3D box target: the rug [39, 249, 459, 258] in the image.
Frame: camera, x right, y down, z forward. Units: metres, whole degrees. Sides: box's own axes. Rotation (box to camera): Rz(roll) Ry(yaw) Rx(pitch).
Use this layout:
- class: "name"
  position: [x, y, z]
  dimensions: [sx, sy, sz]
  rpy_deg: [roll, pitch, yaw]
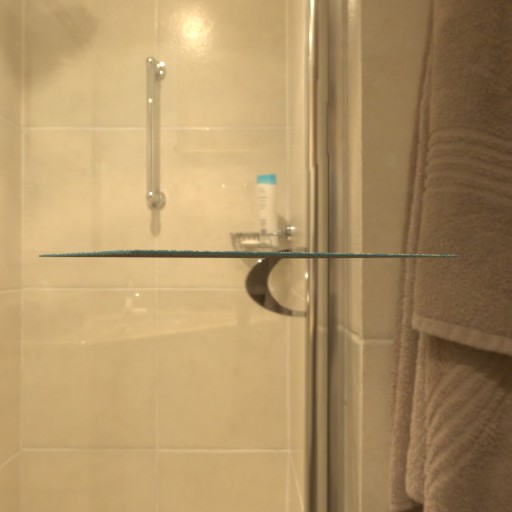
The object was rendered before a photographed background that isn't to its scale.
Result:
- class: "rug"
  position: [0.000, 0.000, 2.311]
  dimensions: [1.833, 0.012, 1.211]
  rpy_deg: [1, -1, -37]
